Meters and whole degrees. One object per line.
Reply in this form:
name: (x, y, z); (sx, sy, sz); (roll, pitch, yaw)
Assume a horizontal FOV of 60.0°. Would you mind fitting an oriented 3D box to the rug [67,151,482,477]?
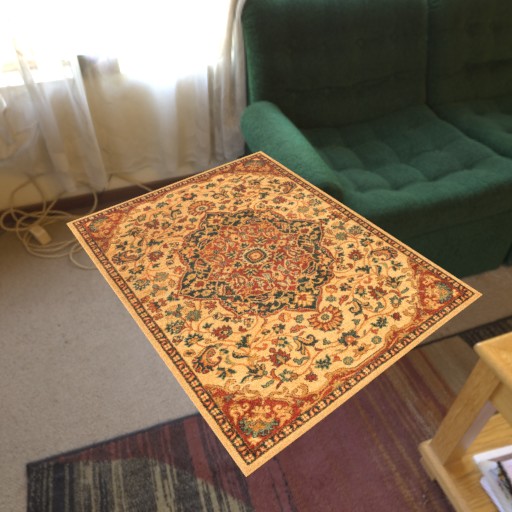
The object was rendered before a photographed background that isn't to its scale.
rug: (0.000, 0.000, 4.082); (2.454, 0.005, 3.067); (-27, 48, -27)
